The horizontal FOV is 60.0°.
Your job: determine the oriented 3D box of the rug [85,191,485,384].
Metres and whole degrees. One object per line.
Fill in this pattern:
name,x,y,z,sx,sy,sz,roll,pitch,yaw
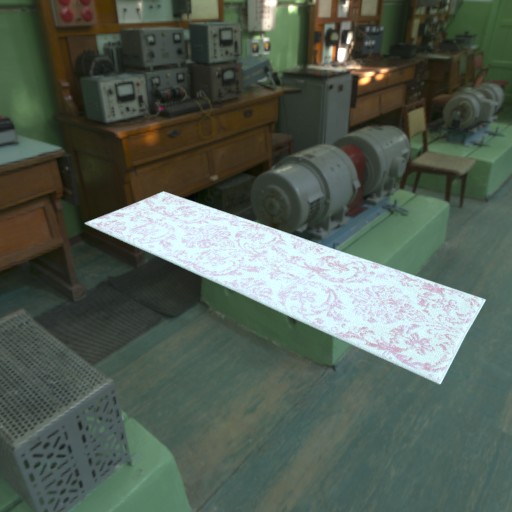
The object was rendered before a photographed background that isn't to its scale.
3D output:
rug,0.000,0.000,2.419,2.196,0.011,0.662,21,36,32
